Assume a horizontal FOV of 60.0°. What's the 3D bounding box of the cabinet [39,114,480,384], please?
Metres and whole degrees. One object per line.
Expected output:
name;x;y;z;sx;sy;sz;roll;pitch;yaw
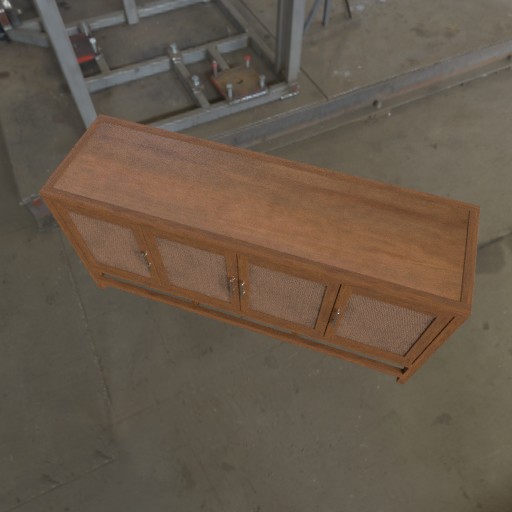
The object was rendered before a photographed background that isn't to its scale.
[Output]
cabinet;0.000;0.000;2.122;1.708;0.820;0.522;16;59;10
